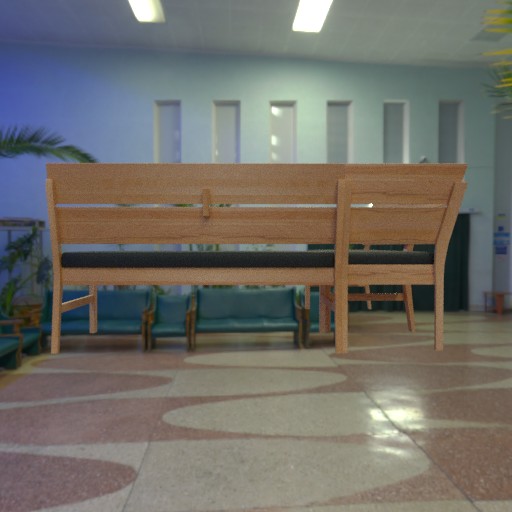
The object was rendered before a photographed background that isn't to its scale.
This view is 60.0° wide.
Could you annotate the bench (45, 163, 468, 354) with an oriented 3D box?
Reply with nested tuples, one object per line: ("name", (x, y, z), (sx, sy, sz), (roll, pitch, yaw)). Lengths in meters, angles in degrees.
("bench", (0.000, 0.000, 2.822), (1.948, 0.890, 1.548), (0, 1, 0))
